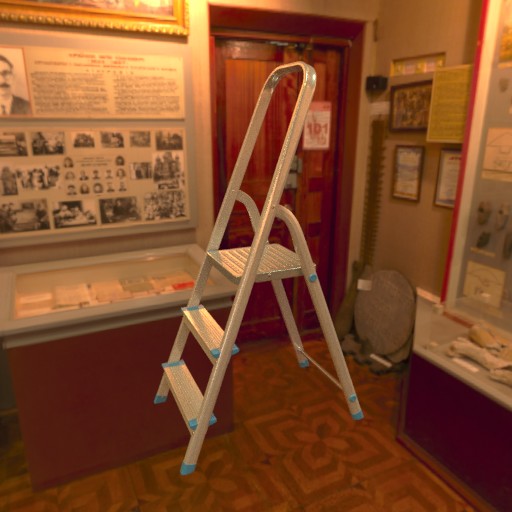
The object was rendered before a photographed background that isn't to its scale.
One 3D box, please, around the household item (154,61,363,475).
[{"bbox_3d":[0.000,0.000,1.503,0.687,1.215,0.420,-7,19,-23],"label":"household item"}]
